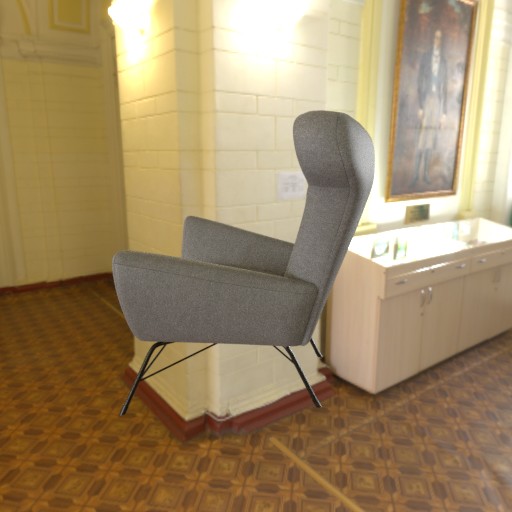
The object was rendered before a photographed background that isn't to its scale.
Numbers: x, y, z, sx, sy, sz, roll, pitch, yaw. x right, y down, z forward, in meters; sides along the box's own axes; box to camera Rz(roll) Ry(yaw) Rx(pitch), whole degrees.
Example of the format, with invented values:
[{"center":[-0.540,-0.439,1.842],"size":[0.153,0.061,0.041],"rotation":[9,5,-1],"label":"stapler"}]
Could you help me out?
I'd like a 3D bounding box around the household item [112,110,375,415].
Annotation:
[{"center":[0.000,0.000,1.806],"size":[0.900,1.050,0.980],"rotation":[2,13,8],"label":"household item"}]
